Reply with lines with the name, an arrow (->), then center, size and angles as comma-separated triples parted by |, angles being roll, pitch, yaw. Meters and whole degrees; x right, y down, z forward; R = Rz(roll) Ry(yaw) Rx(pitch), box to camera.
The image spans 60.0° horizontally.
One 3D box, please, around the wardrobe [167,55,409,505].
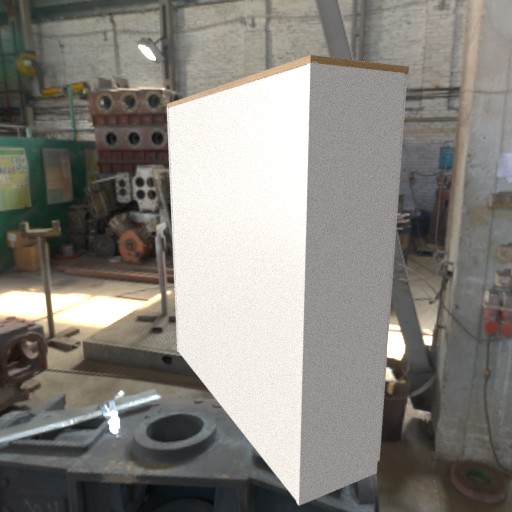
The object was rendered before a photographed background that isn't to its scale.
wardrobe -> 0.000, 0.000, 3.204 | 0.590, 2.260, 2.160 | -7, 15, -26
